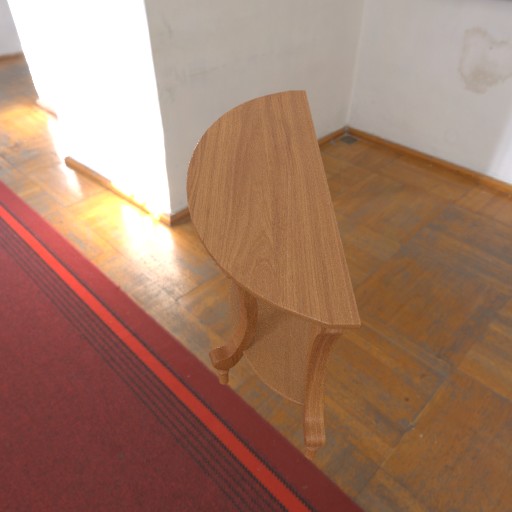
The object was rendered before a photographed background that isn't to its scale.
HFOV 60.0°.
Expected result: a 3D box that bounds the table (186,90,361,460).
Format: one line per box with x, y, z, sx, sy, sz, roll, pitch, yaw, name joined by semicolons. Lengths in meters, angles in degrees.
0.000;0.000;1.519;0.394;0.692;1.198;0;41;0;table
